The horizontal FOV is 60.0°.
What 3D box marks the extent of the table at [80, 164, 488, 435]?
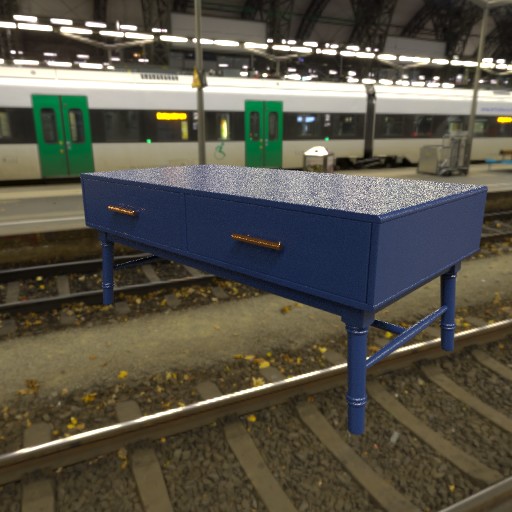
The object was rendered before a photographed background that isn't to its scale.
[{"bbox_3d":[0.000,0.000,1.328,1.067,0.457,0.572,15,21,41],"label":"table"}]
